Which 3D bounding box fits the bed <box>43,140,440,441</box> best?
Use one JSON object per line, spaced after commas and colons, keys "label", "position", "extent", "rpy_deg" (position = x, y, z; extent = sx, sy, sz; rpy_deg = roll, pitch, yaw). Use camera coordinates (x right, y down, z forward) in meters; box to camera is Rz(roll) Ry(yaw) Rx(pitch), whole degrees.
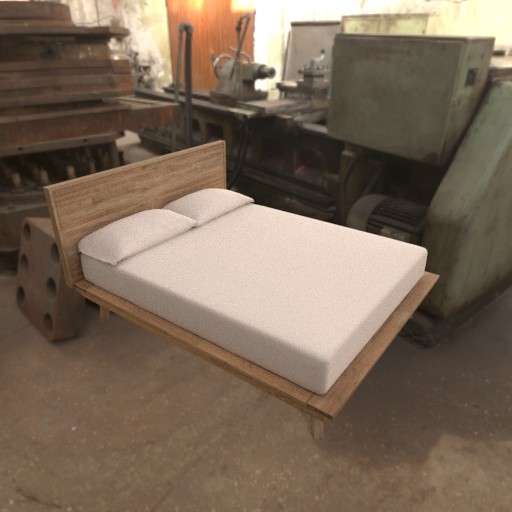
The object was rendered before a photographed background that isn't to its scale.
{"label": "bed", "position": [0.000, 0.000, 3.174], "extent": [2.145, 1.071, 1.759], "rpy_deg": [18, 32, 32]}
